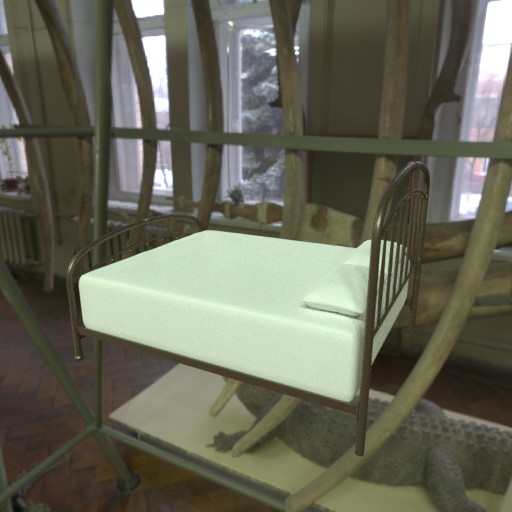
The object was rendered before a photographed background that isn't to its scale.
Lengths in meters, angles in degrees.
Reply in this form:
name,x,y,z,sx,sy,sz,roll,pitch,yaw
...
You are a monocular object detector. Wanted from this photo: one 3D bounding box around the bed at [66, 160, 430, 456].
name,x,y,z,sx,sy,sz,roll,pitch,yaw
bed,0.000,0.000,3.321,2.168,1.475,1.711,8,18,26
